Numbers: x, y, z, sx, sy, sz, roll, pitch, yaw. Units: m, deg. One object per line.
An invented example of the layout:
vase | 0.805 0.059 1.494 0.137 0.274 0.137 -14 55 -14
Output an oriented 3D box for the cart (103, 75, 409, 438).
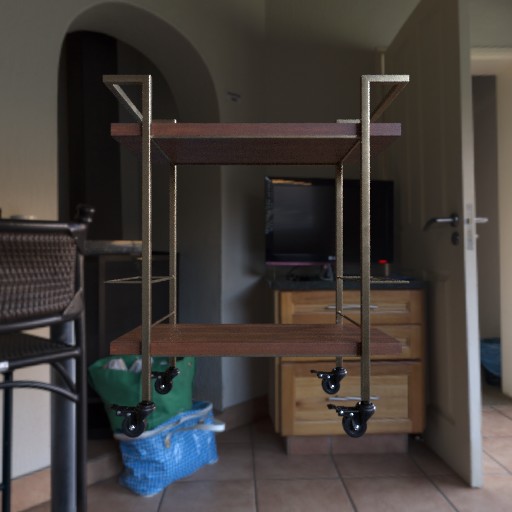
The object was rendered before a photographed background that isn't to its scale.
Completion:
cart | 0.000 0.000 1.150 0.695 0.807 0.364 0 -1 0
